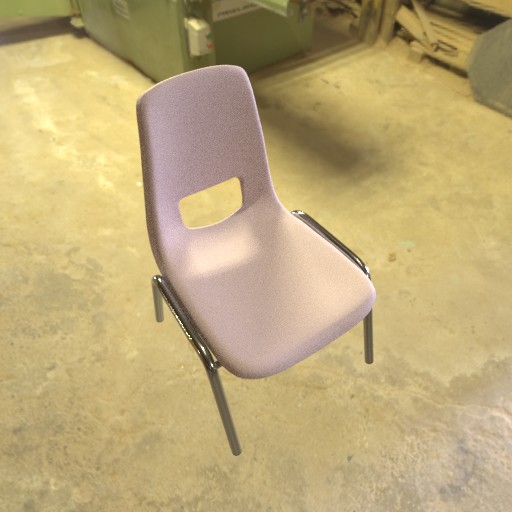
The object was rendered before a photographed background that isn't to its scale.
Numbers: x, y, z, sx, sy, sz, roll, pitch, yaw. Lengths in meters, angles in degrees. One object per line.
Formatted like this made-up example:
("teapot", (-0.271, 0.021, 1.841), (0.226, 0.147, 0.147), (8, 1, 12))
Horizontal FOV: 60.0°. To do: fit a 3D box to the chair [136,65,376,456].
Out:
("chair", (0.000, 0.000, 0.795), (0.354, 0.537, 0.385), (-26, 52, -23))
